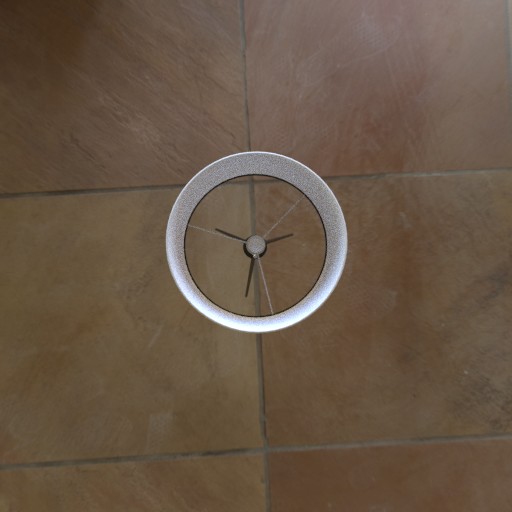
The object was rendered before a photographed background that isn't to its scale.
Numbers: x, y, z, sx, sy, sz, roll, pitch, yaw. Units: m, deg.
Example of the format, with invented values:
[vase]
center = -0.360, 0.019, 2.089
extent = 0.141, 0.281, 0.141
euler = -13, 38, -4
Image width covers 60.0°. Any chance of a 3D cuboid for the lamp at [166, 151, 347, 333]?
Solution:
[lamp]
center = 0.000, 0.000, 1.765
extent = 0.448, 1.545, 0.458
euler = 0, 89, -1
